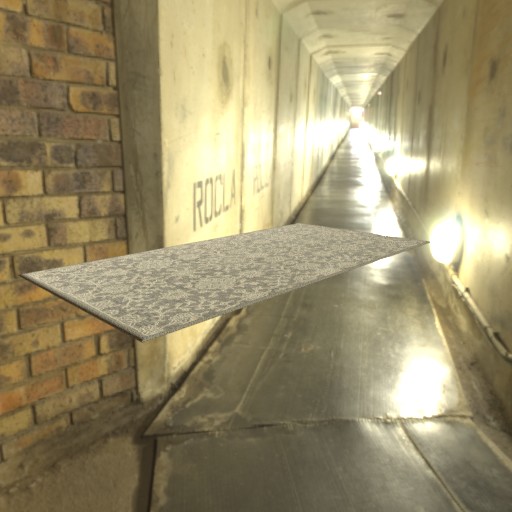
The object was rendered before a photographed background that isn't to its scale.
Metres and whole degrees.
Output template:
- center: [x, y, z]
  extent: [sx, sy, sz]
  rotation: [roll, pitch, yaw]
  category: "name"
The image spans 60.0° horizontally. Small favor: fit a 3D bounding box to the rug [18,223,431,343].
- center: [0.000, 0.000, 3.550]
  extent: [1.546, 0.011, 3.048]
  rotation: [13, 18, 43]
  category: "rug"
